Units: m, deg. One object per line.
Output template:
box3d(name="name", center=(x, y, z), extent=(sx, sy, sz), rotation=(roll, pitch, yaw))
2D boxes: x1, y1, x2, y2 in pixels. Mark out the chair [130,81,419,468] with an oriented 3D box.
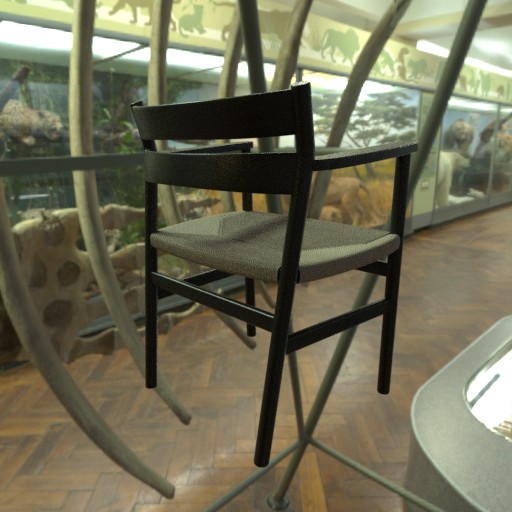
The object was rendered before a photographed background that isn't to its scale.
box3d(name="chair", center=(0.000, 0.000, 1.144), extent=(0.508, 0.775, 0.630), rotation=(-14, 20, -43))
